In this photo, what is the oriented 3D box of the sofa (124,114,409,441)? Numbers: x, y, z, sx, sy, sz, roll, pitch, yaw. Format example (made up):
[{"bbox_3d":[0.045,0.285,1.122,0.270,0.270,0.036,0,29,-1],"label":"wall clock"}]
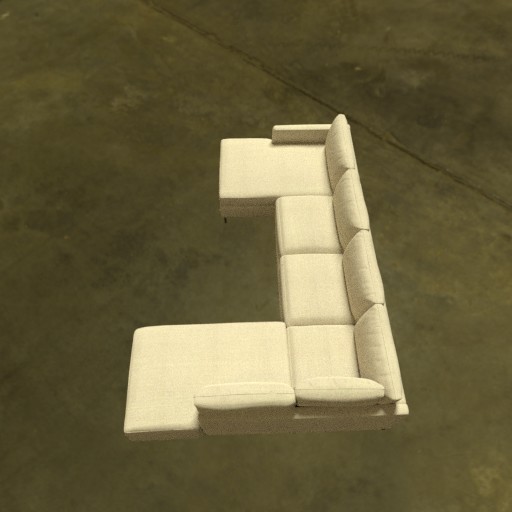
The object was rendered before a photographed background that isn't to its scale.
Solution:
[{"bbox_3d":[0.000,0.000,3.661,1.879,0.756,2.737,-2,58,-1],"label":"sofa"}]
